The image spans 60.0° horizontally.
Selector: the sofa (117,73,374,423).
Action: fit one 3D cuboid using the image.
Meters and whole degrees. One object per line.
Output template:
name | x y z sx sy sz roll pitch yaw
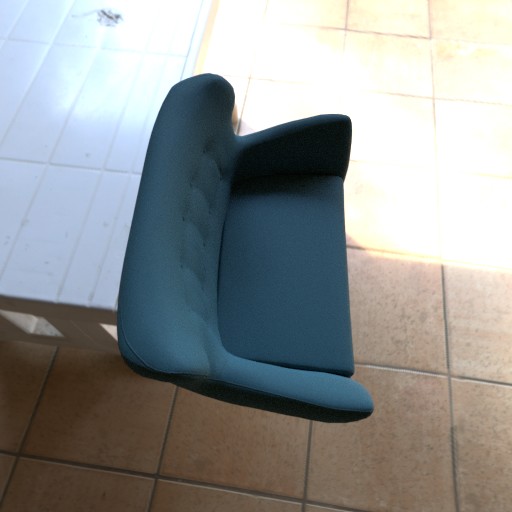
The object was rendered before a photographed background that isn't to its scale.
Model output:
sofa | 0.000 0.000 1.960 0.889 0.889 1.397 2 62 1
